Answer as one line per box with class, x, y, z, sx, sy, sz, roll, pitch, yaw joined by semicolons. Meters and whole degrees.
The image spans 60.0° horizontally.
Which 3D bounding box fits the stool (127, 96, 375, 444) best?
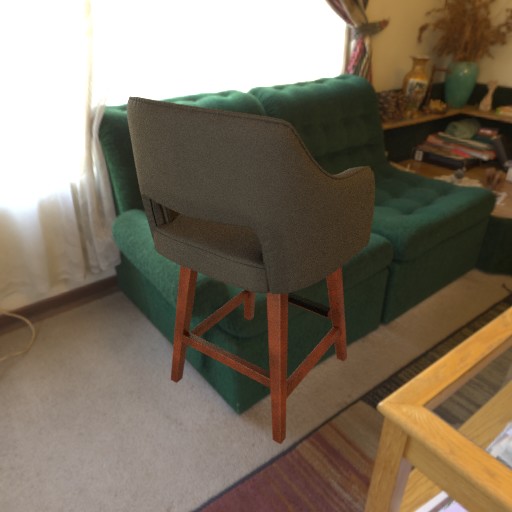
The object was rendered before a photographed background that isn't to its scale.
stool;0.000;0.000;1.263;0.548;0.912;0.558;19;35;30
